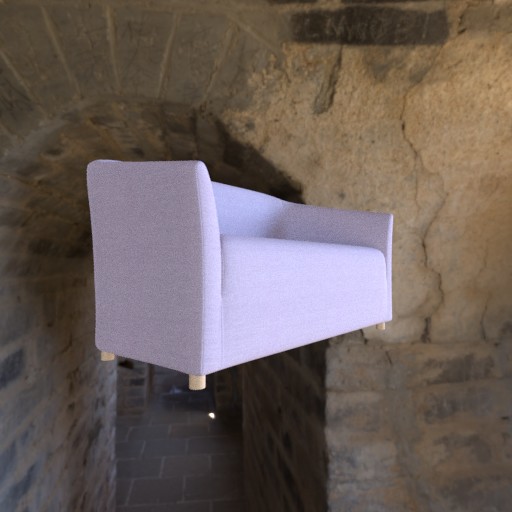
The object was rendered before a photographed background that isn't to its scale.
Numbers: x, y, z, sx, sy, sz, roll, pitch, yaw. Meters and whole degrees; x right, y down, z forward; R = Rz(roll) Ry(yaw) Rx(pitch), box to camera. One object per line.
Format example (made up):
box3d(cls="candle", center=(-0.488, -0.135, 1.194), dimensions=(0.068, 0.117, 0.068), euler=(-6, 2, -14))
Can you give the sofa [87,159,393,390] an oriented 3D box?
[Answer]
box3d(cls="sofa", center=(0.000, 0.000, 1.879), dimensions=(0.705, 0.721, 1.452), euler=(-1, -2, 36))
